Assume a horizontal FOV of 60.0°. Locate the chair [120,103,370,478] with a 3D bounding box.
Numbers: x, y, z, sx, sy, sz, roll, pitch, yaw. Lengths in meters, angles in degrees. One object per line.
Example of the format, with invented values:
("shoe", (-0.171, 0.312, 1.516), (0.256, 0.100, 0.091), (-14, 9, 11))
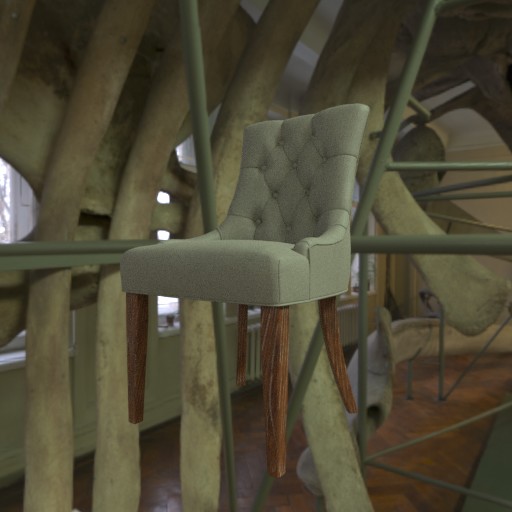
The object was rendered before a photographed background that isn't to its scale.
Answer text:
("chair", (0.000, 0.000, 1.208), (0.509, 0.874, 0.565), (1, 2, 37))
